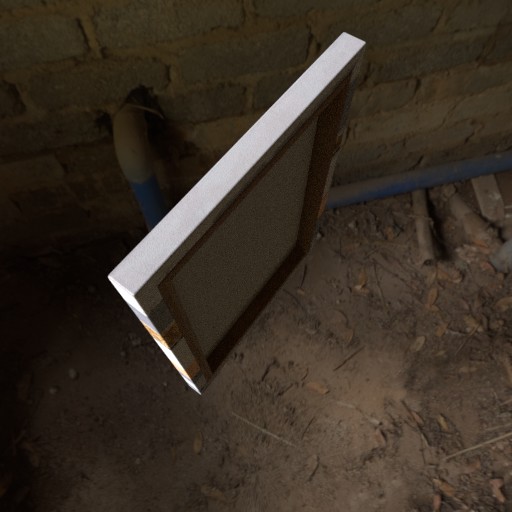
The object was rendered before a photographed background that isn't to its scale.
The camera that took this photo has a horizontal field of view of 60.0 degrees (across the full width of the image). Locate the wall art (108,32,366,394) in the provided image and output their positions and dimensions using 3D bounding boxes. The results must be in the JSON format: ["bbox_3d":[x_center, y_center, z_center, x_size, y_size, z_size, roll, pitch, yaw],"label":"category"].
[{"bbox_3d":[0.000,0.000,0.795,0.038,0.609,0.456,34,68,15],"label":"wall art"}]
